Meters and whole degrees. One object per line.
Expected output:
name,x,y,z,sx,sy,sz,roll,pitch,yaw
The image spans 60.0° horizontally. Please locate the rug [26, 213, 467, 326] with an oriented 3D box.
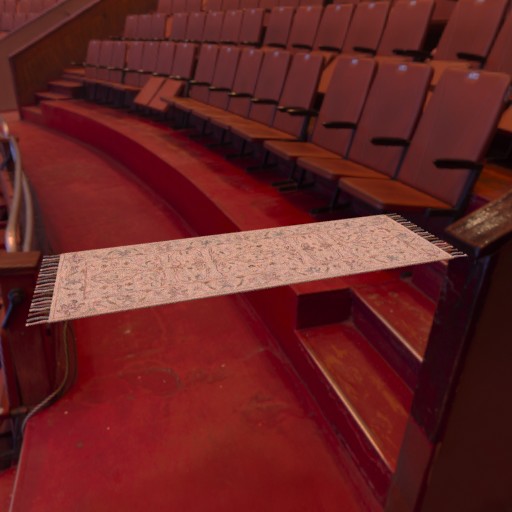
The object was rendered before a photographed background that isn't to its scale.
rug,0.000,0.000,2.670,2.440,0.013,0.769,-8,27,-16
